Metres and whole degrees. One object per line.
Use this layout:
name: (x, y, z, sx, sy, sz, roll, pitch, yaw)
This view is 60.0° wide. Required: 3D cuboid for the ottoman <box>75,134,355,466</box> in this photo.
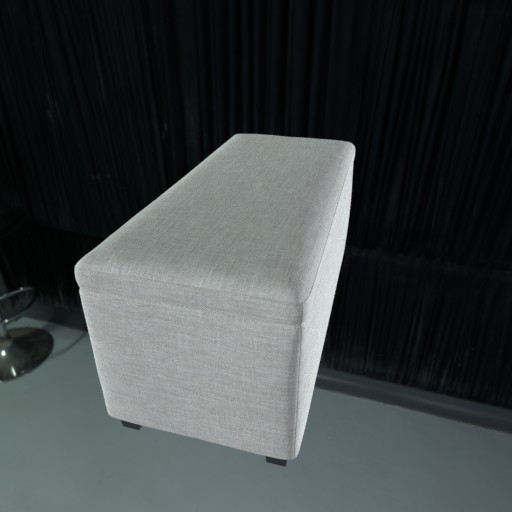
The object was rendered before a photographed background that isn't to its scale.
ottoman: (0.000, 0.000, 1.152, 0.419, 0.432, 0.902, 8, 31, 14)
